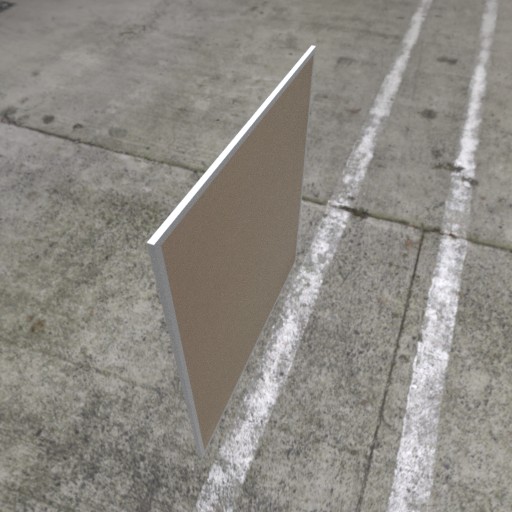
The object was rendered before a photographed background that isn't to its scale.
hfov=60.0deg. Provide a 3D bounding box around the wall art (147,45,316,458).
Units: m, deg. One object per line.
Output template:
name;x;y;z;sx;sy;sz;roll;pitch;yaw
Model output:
wall art;0.000;0.000;0.668;0.007;0.456;0.456;16;48;15
